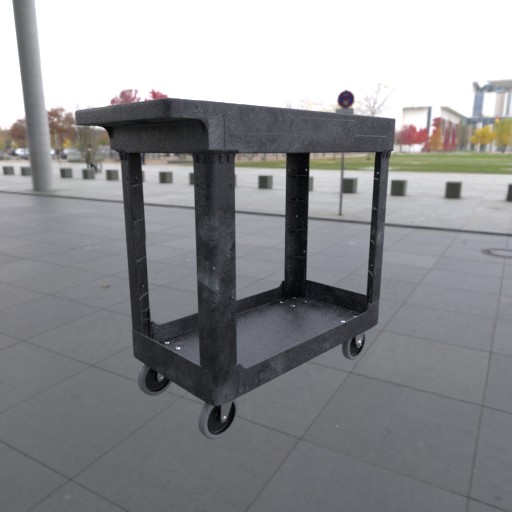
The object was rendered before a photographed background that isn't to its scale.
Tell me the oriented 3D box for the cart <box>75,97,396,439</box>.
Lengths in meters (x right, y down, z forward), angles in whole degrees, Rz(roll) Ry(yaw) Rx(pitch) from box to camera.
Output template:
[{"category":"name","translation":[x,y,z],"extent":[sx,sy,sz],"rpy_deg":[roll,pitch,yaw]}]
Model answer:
[{"category":"cart","translation":[0.000,0.000,1.355],"extent":[0.877,0.824,0.420],"rpy_deg":[-13,19,-43]}]
